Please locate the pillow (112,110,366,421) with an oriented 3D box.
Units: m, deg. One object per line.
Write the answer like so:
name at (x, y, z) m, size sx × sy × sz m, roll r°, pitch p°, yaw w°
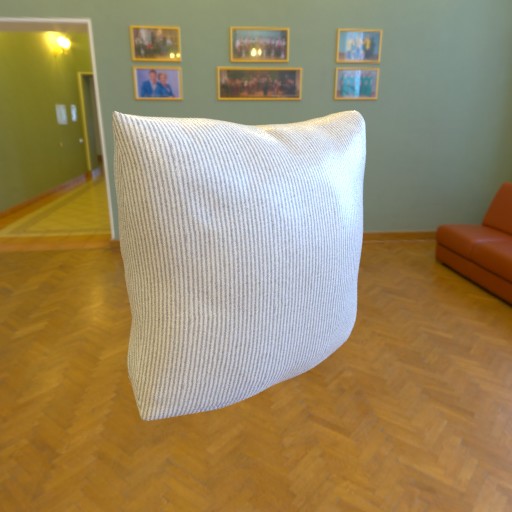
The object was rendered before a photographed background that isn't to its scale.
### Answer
pillow at (0.000, 0.000, 0.690) m, size 0.387 × 0.432 × 0.310 m, roll -2°, pitch 18°, yaw -7°
